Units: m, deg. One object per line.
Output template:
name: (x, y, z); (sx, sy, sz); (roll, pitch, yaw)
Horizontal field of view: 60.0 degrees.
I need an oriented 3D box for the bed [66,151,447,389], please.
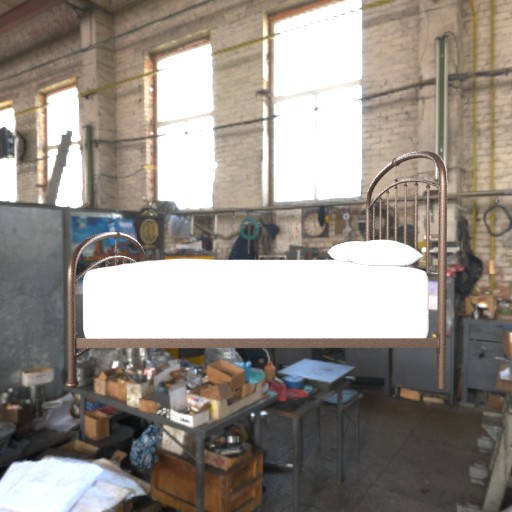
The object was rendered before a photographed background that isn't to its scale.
bed: (0.000, 0.000, 3.335); (2.168, 1.475, 1.711); (0, 1, 0)
